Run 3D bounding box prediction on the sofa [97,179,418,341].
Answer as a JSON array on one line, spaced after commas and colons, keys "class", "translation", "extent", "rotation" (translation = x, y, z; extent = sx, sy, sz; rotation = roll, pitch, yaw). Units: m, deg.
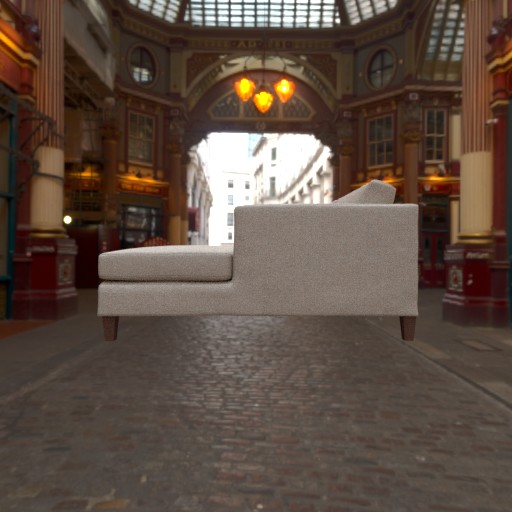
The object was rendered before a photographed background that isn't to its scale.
[{"class": "sofa", "translation": [0.000, 0.000, 3.782], "extent": [1.625, 0.846, 3.186], "rotation": [0, 0, 0]}]
